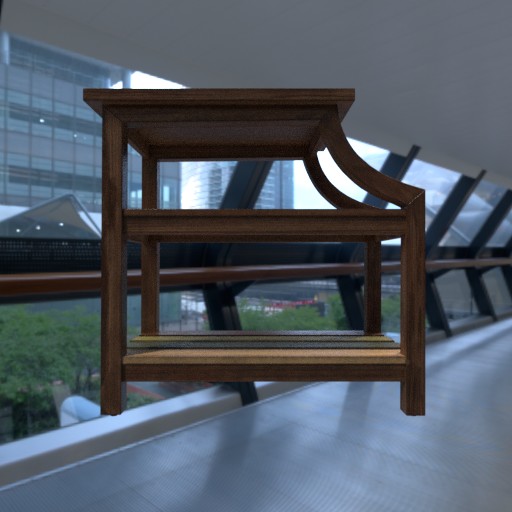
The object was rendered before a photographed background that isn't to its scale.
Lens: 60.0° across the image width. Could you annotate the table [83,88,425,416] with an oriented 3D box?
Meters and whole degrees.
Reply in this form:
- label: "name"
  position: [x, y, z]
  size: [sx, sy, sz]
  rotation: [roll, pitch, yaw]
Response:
- label: "table"
  position: [0.000, 0.000, 0.952]
  size: [0.609, 0.584, 0.356]
  rotation: [0, -1, 0]
